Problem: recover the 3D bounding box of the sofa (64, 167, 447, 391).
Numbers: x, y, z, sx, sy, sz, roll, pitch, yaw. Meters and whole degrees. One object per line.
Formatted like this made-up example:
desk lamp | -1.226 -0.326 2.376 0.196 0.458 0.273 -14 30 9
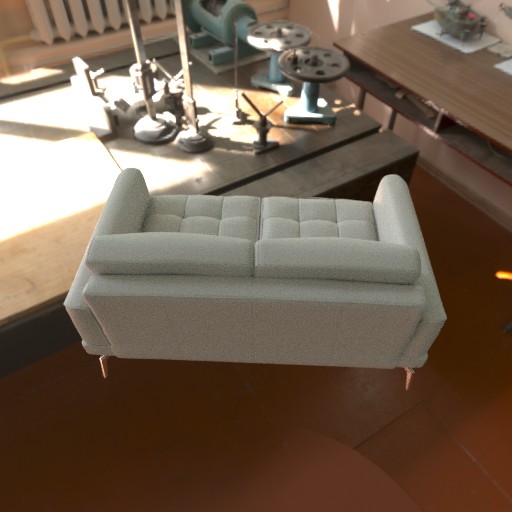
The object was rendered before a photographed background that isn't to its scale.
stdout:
sofa | 0.000 0.000 2.500 1.819 0.930 1.121 2 48 2
